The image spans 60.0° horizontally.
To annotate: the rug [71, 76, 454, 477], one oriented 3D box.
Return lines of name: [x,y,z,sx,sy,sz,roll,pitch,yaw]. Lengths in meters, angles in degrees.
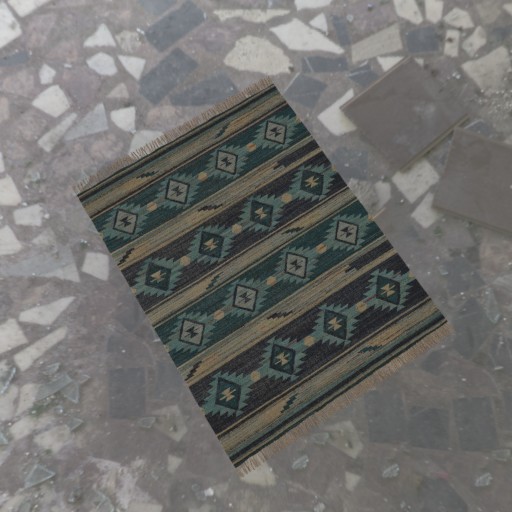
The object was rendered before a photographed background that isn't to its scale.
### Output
rug: [0.000,0.000,4.387,2.418,0.047,3.307,-32,79,-7]
